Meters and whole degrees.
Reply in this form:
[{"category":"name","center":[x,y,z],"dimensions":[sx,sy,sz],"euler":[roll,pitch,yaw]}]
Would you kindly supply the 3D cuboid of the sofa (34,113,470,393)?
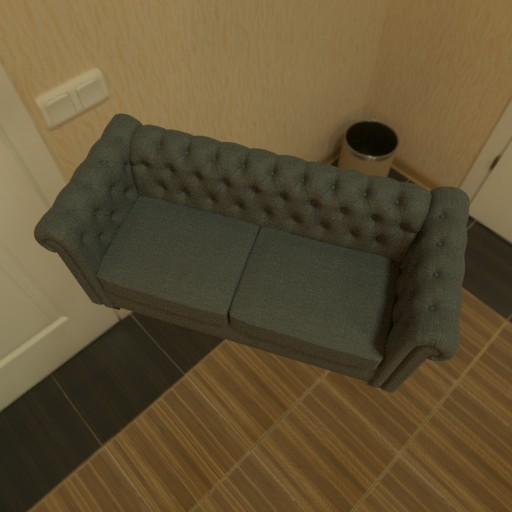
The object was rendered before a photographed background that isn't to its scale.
[{"category":"sofa","center":[0.000,0.000,2.225],"dimensions":[1.798,0.797,0.783],"euler":[15,59,9]}]
